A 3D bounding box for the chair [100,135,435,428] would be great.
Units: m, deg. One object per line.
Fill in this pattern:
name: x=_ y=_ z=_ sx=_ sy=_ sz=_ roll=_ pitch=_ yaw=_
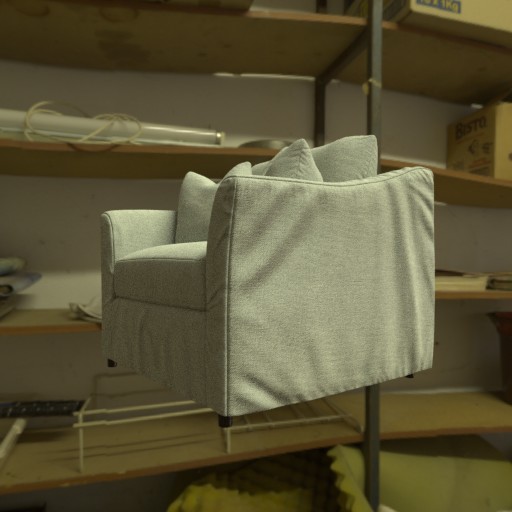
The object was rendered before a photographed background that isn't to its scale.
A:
chair: x=0.000 y=0.000 z=2.042 sx=1.071 sy=1.059 sz=1.194 roll=1 pitch=-1 yaw=-37
